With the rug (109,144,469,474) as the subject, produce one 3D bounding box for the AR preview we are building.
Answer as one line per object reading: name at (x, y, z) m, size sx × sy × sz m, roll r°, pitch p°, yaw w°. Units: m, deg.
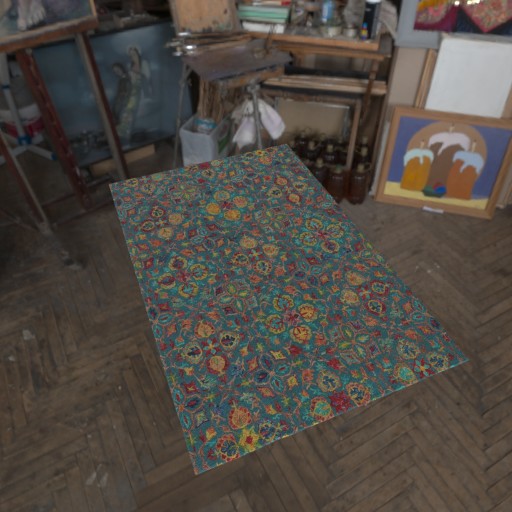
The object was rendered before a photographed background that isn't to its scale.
rug at (0.000, 0.000, 2.318) m, size 1.216 × 0.014 × 1.836 m, roll -16°, pitch 48°, yaw -15°
